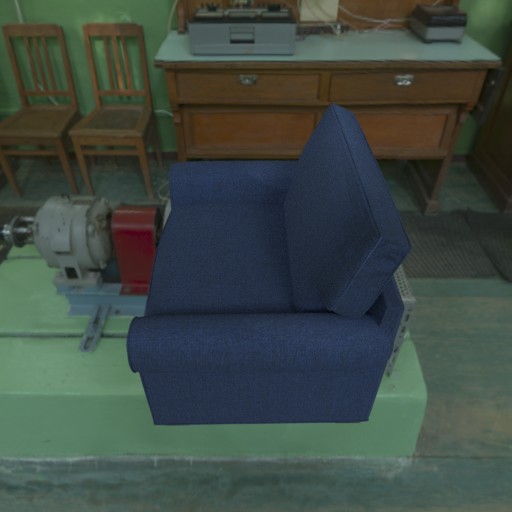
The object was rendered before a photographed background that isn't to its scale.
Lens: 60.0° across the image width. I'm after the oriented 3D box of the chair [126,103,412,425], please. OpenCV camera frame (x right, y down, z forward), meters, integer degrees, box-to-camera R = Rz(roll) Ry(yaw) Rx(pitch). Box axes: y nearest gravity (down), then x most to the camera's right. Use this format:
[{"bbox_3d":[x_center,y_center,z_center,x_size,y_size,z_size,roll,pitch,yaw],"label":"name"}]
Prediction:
[{"bbox_3d":[0.000,0.000,2.023,0.963,1.044,1.285,-1,41,-1],"label":"chair"}]
